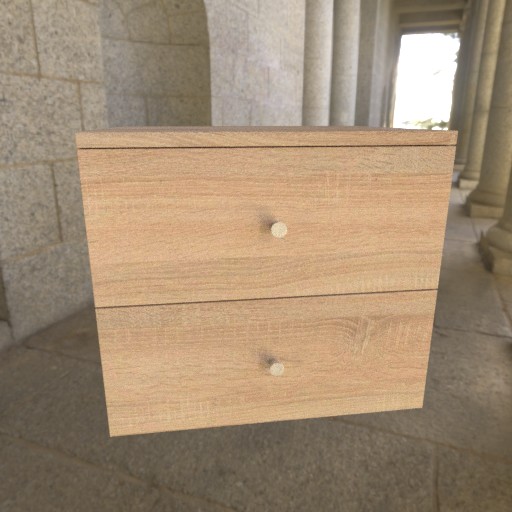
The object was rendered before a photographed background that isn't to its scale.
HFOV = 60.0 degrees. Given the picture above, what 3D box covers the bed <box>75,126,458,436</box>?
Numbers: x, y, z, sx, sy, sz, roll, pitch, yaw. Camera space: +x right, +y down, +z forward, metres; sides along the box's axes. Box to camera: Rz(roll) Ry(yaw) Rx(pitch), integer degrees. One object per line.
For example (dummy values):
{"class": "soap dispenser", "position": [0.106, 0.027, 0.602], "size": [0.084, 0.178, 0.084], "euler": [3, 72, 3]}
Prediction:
{"class": "bed", "position": [0.000, 0.000, 0.758], "size": [0.460, 0.420, 0.401], "euler": [-2, 17, -8]}
